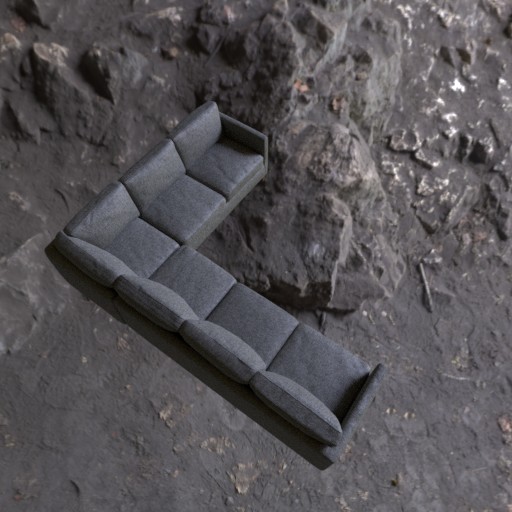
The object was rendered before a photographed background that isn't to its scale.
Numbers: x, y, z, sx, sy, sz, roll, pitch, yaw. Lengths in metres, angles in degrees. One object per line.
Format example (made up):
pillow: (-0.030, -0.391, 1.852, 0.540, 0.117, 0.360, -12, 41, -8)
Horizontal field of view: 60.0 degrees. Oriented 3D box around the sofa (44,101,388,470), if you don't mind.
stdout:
sofa: (0.000, 0.000, 4.545, 3.302, 0.947, 2.593, 31, 64, 18)
